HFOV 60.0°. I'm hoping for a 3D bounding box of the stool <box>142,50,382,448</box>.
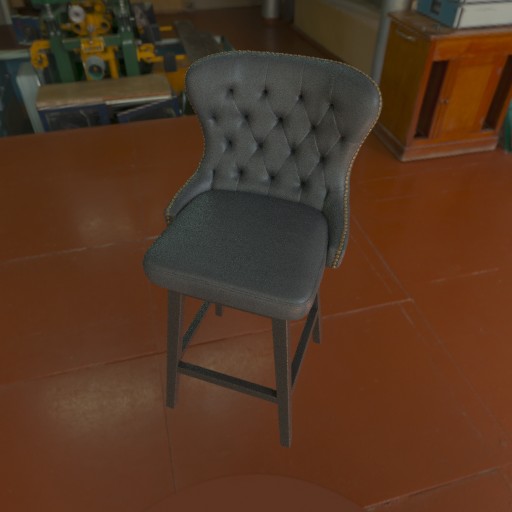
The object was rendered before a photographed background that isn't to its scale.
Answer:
[{"bbox_3d":[0.000,0.000,1.304,0.528,0.971,0.593,13,44,14],"label":"stool"}]
